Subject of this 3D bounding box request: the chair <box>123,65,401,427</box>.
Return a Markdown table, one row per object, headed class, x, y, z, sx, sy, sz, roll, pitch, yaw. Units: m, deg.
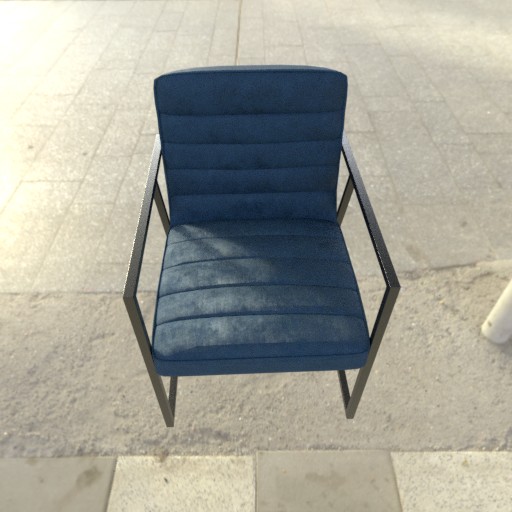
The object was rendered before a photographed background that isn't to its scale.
| class | x | y | z | sx | sy | sz | roll | pitch | yaw |
| --- | --- | --- | --- | --- | --- | --- | --- | --- | --- |
| chair | 0.000 | 0.000 | 1.262 | 0.571 | 0.833 | 0.677 | -2 | 46 | -2 |
